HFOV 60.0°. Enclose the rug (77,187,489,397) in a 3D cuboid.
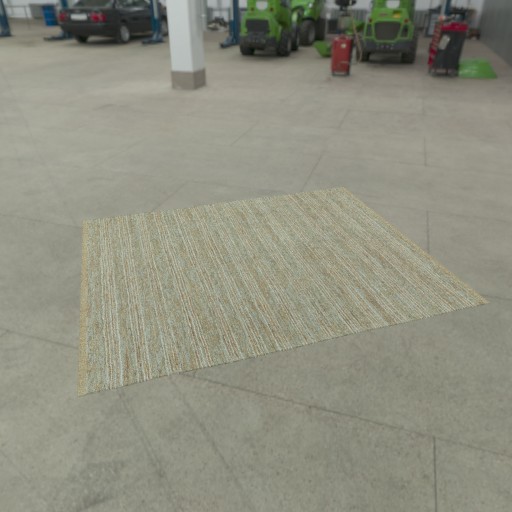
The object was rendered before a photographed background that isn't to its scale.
[{"bbox_3d":[0.000,0.000,4.054,3.034,0.012,2.471,-9,32,-15],"label":"rug"}]
